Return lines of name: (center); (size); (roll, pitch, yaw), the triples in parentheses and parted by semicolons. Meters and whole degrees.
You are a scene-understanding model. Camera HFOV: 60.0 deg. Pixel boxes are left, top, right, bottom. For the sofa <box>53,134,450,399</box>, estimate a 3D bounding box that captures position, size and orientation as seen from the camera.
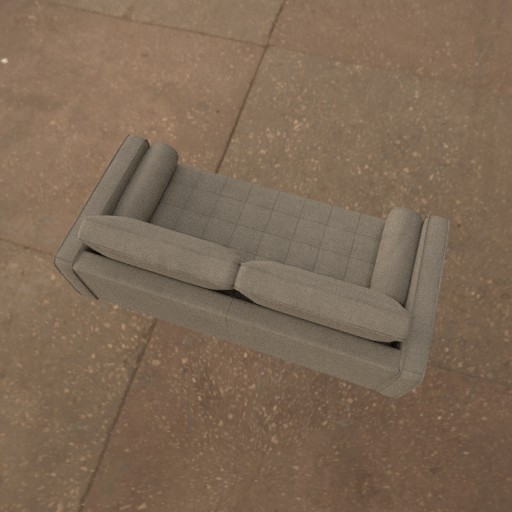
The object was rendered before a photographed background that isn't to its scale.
sofa: (0.000, 0.000, 2.422); (1.879, 0.762, 0.914); (17, 64, 8)
